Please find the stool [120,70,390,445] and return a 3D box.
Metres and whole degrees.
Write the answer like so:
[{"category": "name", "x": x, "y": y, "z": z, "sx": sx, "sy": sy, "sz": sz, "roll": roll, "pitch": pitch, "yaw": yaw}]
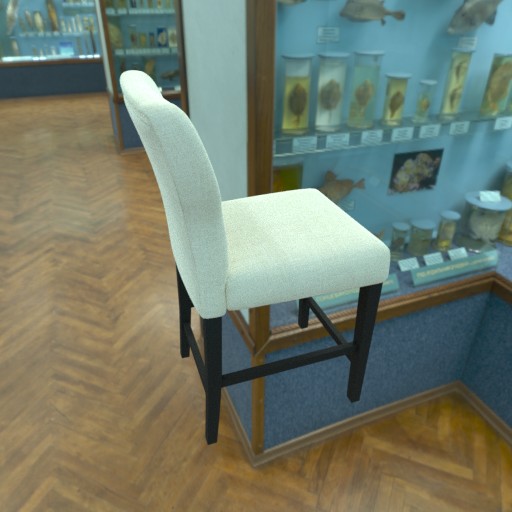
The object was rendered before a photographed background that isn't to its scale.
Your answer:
[{"category": "stool", "x": 0.000, "y": 0.000, "z": 1.276, "sx": 0.603, "sy": 0.972, "sz": 0.514, "roll": -10, "pitch": 32, "yaw": -17}]
